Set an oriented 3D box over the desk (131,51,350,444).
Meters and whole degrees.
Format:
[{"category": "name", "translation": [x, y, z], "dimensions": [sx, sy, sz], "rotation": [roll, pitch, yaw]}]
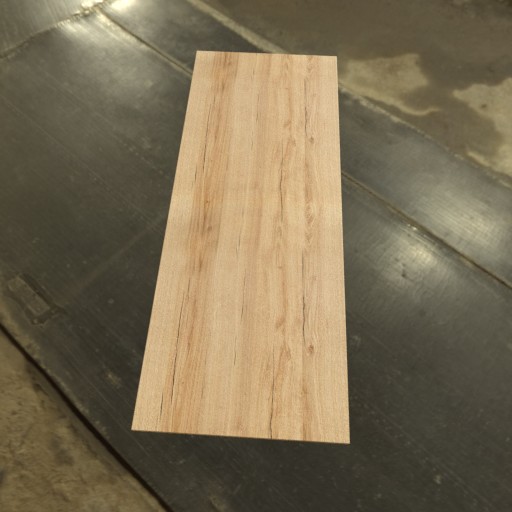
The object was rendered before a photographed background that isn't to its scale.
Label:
[{"category": "desk", "translation": [0.000, 0.000, 1.766], "dimensions": [0.550, 0.760, 1.400], "rotation": [3, 63, 2]}]
